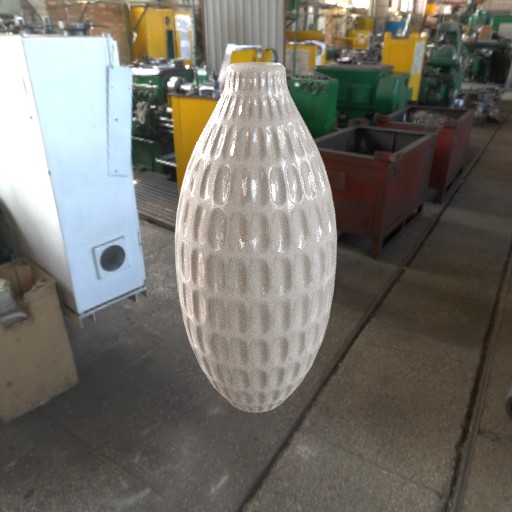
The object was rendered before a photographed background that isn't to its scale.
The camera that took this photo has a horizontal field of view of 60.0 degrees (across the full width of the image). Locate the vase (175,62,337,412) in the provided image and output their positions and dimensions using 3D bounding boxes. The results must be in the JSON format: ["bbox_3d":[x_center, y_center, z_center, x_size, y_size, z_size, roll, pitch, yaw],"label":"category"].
[{"bbox_3d":[0.000,0.000,0.354,0.127,0.282,0.127,0,27,0],"label":"vase"}]
